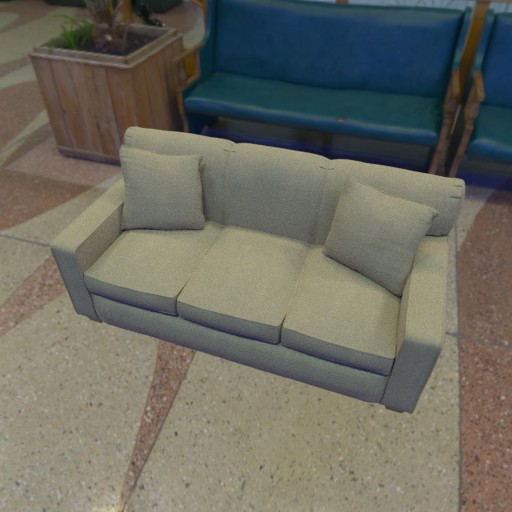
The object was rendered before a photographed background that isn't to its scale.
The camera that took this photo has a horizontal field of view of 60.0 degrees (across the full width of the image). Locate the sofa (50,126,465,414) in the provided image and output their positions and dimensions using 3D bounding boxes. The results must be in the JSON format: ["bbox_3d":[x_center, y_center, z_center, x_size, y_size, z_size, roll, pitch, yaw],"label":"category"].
[{"bbox_3d":[0.000,0.000,2.529,2.024,0.958,0.997,13,43,14],"label":"sofa"}]
